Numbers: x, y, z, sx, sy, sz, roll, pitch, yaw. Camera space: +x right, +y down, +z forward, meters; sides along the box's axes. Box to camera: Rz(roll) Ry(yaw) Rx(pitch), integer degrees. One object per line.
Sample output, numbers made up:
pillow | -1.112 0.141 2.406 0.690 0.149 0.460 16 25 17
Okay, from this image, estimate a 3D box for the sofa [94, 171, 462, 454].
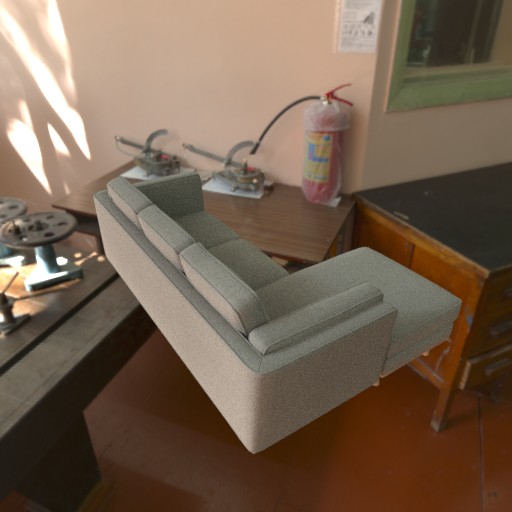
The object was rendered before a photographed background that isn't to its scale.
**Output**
sofa | 0.000 0.000 3.217 1.604 0.929 2.411 -19 36 -28
